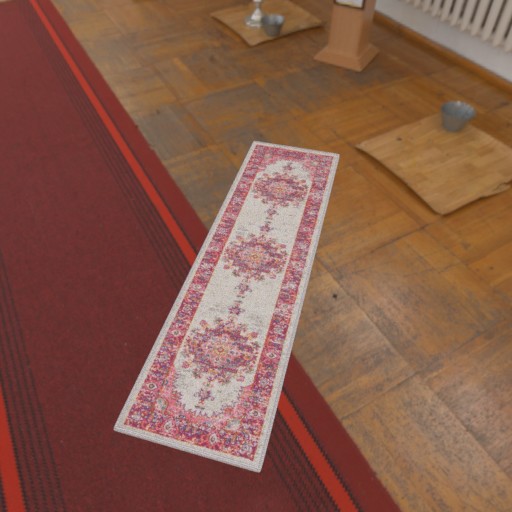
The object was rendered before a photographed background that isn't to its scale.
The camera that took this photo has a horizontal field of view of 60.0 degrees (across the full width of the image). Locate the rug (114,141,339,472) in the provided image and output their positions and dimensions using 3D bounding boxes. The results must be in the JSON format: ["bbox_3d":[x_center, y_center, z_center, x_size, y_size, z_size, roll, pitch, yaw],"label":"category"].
[{"bbox_3d":[0.000,0.000,2.608,0.666,0.011,2.294,11,49,10],"label":"rug"}]
